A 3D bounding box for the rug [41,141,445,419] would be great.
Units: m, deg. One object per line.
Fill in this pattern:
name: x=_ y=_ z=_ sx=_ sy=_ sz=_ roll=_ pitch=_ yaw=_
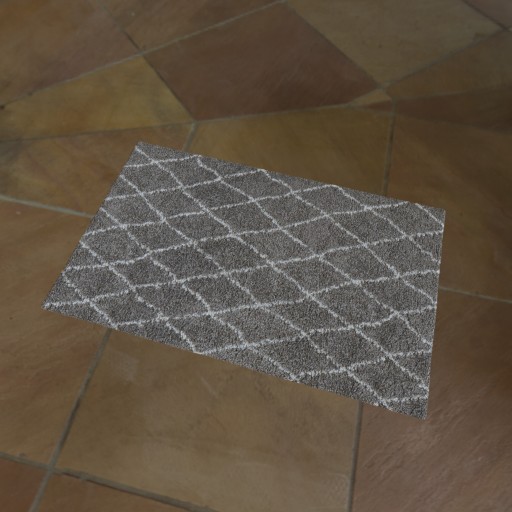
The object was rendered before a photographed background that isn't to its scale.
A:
rug: x=0.000 y=0.000 z=3.042 sx=2.438 sy=0.030 sz=1.524 roll=14 pitch=60 yaw=8
